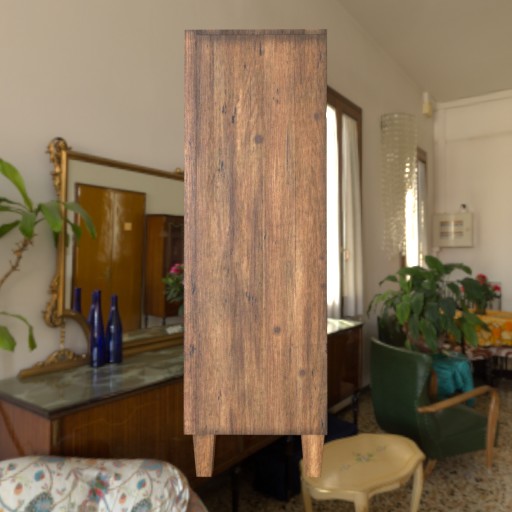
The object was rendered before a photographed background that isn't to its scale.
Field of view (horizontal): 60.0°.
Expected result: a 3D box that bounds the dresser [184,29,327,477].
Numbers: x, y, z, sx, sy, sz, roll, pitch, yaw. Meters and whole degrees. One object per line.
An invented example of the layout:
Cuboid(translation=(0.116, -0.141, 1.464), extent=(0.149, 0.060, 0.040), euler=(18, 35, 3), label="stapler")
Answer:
Cuboid(translation=(0.000, 0.000, 1.865), extent=(0.438, 1.359, 1.067), euler=(0, -1, 0), label="dresser")
